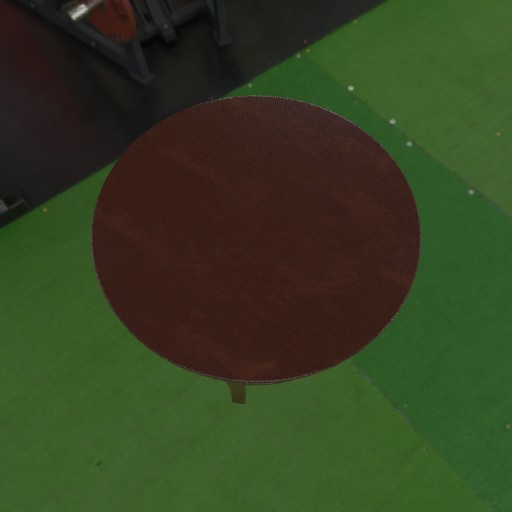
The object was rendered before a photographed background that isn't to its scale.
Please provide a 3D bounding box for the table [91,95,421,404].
[{"bbox_3d":[0.000,0.000,1.464,0.911,0.512,0.911,0,64,0],"label":"table"}]
